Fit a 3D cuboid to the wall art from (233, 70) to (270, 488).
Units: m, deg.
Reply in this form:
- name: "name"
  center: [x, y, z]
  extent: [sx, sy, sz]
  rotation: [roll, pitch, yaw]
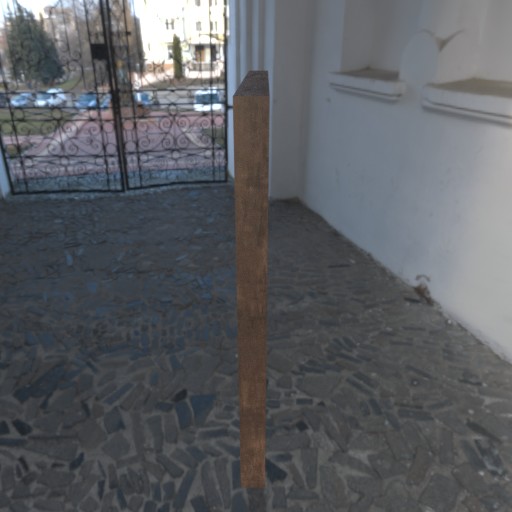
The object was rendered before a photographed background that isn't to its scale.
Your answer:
- name: "wall art"
  center: [0.000, 0.000, 0.547]
  extent: [0.027, 0.406, 0.329]
  rotation: [0, 26, 1]
